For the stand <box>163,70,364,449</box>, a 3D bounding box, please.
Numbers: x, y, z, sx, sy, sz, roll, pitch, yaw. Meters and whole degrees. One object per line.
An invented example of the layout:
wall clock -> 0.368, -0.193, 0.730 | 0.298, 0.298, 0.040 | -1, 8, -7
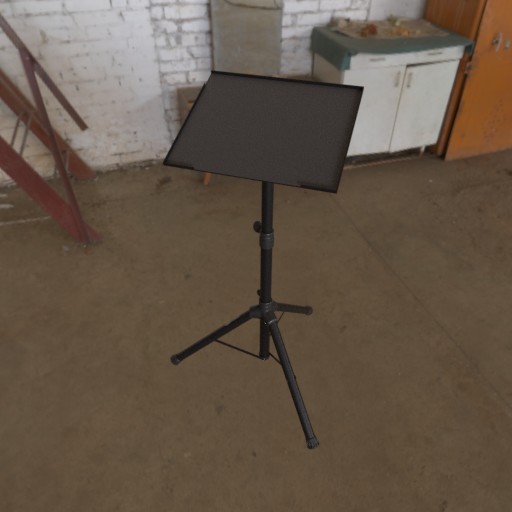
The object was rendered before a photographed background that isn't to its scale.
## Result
stand -> 0.000, 0.000, 1.602 | 0.702, 1.198, 0.702 | 12, 42, 13
